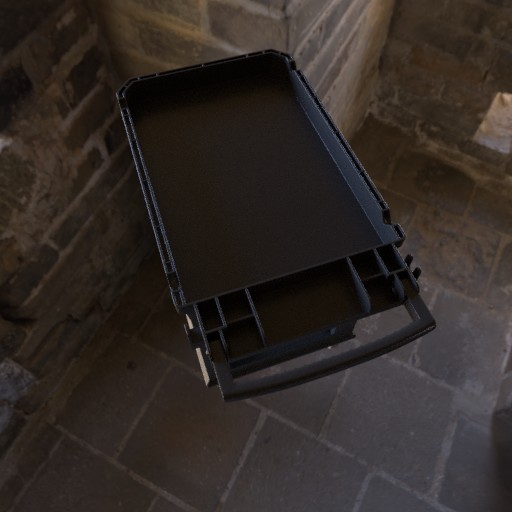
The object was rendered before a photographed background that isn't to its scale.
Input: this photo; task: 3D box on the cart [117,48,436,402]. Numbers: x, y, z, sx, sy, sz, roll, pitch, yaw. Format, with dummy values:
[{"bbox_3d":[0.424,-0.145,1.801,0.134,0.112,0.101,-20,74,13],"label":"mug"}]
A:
[{"bbox_3d":[0.000,0.000,1.744,0.674,0.884,1.239,-16,60,-10],"label":"cart"}]
